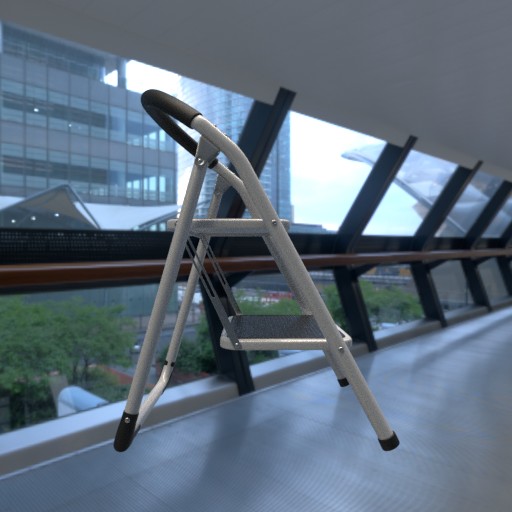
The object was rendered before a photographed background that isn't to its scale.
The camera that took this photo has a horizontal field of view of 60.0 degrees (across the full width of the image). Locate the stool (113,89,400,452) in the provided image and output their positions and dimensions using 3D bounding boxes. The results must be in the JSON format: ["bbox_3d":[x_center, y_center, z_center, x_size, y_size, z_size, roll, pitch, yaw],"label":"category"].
[{"bbox_3d":[0.000,0.000,1.075,0.559,0.760,0.453,0,0,0],"label":"stool"}]
